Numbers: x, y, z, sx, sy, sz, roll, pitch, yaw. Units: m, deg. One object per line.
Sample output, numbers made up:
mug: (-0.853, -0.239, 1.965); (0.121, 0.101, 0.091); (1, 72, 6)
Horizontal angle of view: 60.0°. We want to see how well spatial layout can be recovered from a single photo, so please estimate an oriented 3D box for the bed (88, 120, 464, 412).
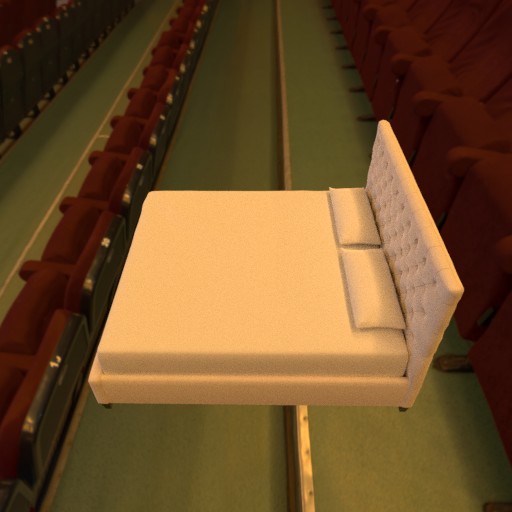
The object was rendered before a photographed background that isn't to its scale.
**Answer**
bed: (0.000, 0.000, 3.687); (2.387, 1.427, 2.078); (0, 43, 0)
